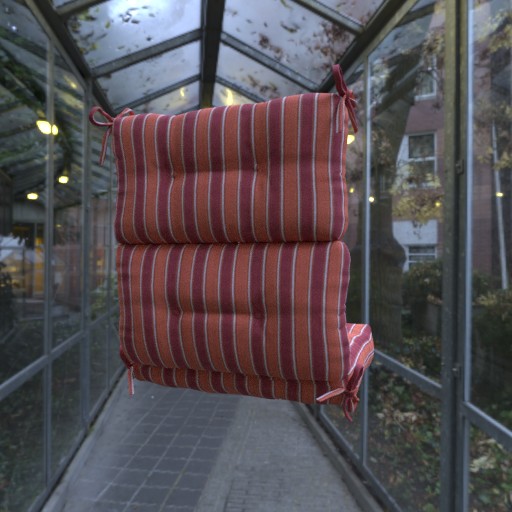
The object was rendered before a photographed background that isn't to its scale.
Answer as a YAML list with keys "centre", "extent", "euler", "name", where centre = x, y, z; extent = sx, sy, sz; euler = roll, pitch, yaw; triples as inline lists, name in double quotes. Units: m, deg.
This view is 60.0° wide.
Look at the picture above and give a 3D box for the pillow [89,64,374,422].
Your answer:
- centre: [0.000, 0.000, 1.026]
  extent: [0.519, 0.605, 0.571]
  euler: [0, 0, 19]
  name: "pillow"
